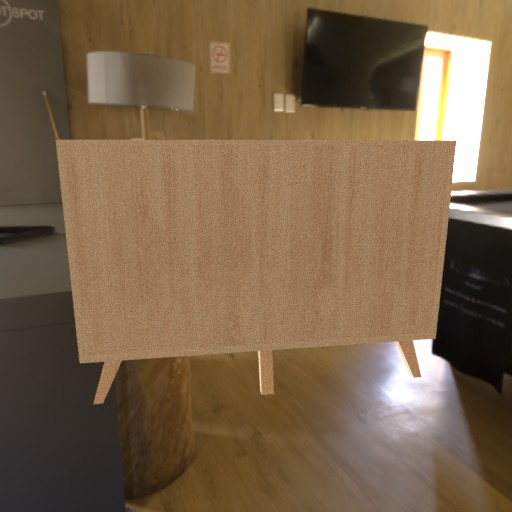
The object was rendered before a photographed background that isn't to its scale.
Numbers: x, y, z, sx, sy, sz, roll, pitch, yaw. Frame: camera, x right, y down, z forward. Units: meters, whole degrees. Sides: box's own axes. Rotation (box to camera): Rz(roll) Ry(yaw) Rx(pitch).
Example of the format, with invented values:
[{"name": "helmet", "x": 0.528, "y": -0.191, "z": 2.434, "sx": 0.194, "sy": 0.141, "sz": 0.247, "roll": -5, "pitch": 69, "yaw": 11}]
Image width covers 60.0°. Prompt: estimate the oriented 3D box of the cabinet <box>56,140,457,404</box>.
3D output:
[{"name": "cabinet", "x": 0.000, "y": 0.000, "z": 1.548, "sx": 1.110, "sy": 0.780, "sz": 0.500, "roll": -2, "pitch": 14, "yaw": -8}]
